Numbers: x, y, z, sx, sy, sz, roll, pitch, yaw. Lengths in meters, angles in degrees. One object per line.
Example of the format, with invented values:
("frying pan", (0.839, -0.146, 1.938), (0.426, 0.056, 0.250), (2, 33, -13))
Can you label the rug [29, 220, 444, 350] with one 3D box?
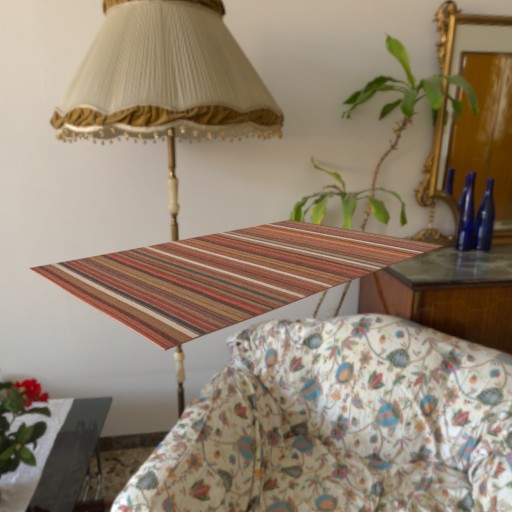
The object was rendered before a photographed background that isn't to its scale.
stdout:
("rug", (0.000, 0.000, 3.023), (2.438, 0.008, 1.523), (-14, 20, -42))
